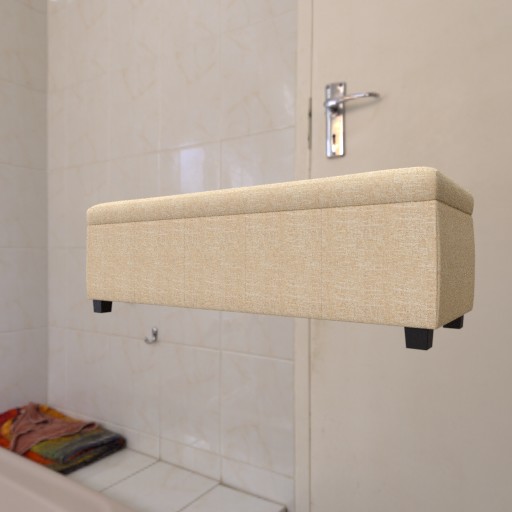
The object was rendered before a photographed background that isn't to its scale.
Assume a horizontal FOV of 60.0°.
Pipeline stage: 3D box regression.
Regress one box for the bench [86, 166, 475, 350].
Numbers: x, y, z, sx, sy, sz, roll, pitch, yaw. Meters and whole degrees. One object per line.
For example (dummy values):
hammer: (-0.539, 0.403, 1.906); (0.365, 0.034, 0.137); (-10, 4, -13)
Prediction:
bench: (0.000, 0.000, 1.430); (1.219, 0.406, 0.432); (0, 0, 35)
